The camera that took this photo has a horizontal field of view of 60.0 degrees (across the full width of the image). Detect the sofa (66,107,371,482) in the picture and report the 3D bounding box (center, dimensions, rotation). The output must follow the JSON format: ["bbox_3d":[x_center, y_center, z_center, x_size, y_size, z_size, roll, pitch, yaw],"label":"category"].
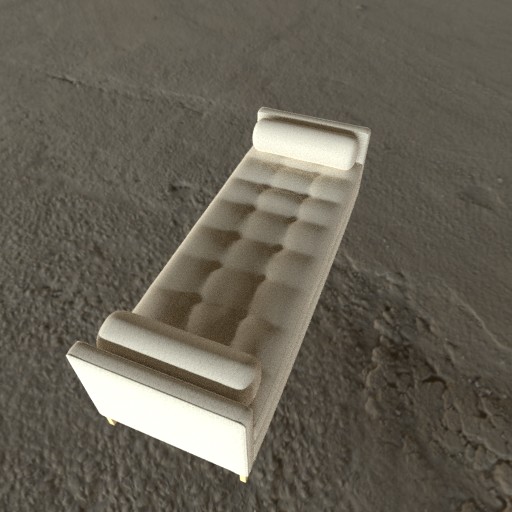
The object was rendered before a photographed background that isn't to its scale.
[{"bbox_3d":[0.000,0.000,2.371,0.746,0.641,1.985,16,49,15],"label":"sofa"}]
